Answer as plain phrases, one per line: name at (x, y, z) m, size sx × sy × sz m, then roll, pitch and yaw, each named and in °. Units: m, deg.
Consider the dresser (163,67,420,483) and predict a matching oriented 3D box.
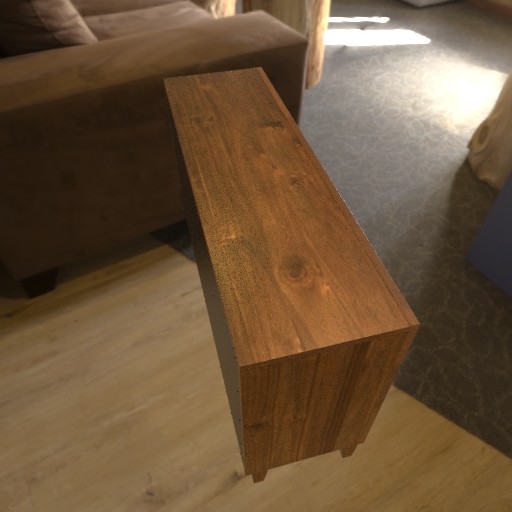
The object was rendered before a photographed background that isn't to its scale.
dresser at (0.000, 0.000, 1.769) m, size 0.446 × 0.873 × 1.400 m, roll -11°, pitch 48°, yaw -10°
